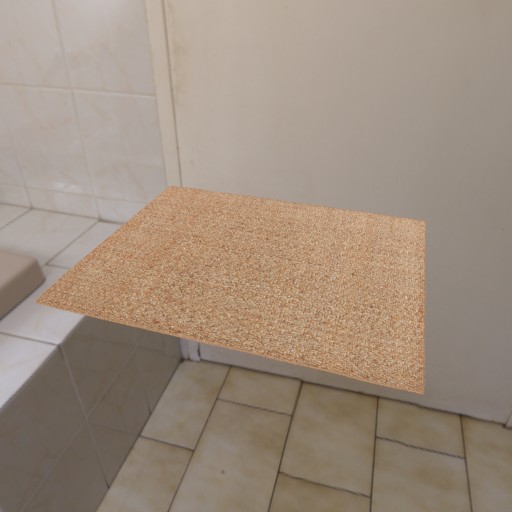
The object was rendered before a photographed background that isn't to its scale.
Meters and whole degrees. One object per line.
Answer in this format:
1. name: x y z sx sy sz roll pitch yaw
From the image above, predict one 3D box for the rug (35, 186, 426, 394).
1. rug: 0.000 0.000 4.173 3.048 0.013 2.439 10 34 15
